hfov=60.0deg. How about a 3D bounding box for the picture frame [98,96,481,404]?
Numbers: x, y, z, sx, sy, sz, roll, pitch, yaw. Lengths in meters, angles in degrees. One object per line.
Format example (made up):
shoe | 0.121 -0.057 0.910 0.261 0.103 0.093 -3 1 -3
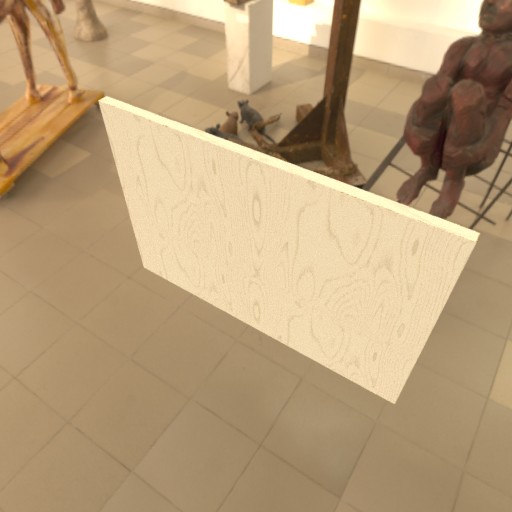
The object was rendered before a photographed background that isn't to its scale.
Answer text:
picture frame | 0.000 0.000 1.202 0.950 0.640 0.029 25 51 22
